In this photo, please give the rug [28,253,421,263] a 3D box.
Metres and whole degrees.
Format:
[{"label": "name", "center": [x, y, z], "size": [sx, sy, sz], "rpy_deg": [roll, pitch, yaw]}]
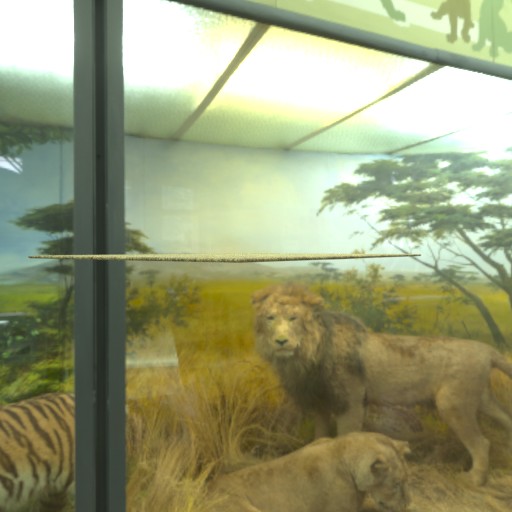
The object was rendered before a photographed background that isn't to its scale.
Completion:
[{"label": "rug", "center": [0.000, 0.000, 2.396], "size": [1.243, 0.014, 1.846], "rpy_deg": [1, 1, 36]}]
